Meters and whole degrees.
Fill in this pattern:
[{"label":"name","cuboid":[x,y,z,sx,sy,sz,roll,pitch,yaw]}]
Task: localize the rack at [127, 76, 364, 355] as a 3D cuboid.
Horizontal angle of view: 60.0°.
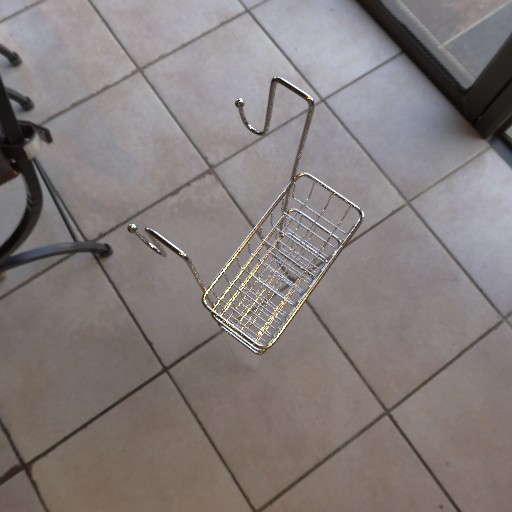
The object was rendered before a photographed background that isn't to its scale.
[{"label":"rack","cuboid":[0.000,0.000,0.679,0.202,0.574,0.228,36,78,9]}]
